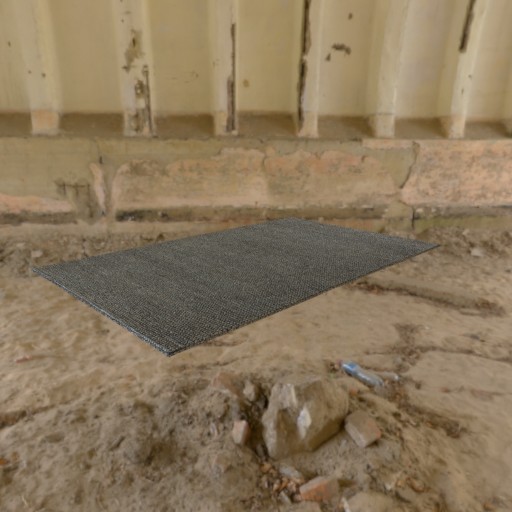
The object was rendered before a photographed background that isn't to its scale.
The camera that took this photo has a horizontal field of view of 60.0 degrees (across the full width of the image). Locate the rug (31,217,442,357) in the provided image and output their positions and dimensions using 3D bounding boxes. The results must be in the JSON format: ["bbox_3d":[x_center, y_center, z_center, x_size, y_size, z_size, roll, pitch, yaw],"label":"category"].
[{"bbox_3d":[0.000,0.000,3.067,2.443,0.021,1.538,-15,22,-42],"label":"rug"}]
